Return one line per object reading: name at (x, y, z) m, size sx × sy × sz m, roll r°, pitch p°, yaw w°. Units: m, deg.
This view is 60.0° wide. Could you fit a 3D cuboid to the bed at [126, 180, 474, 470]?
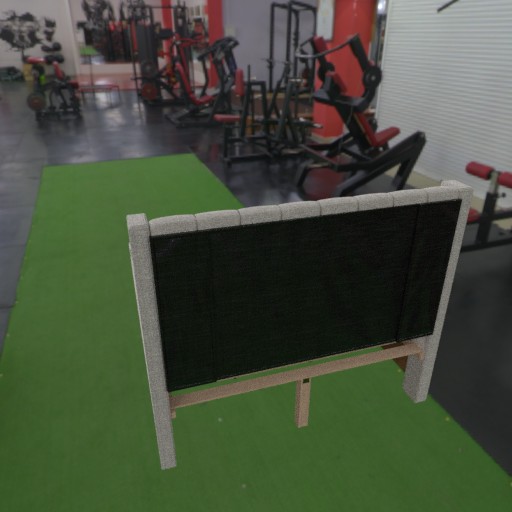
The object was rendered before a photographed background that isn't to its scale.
bed at (0.000, 0.000, 3.793) m, size 2.044 × 1.748 × 2.372 m, roll -8°, pitch 28°, yaw -16°
